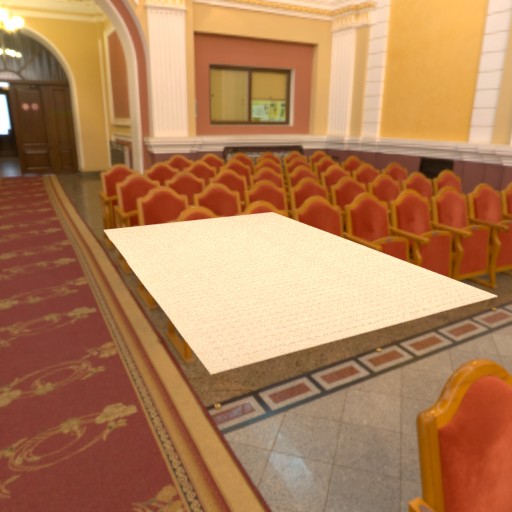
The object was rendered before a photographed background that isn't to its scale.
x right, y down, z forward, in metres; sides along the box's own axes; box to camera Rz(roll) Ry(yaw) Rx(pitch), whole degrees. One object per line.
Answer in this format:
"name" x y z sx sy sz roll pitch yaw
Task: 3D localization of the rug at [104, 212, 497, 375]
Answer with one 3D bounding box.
"rug" 0.000 0.000 2.830 1.523 0.006 2.289 -9 19 -26
